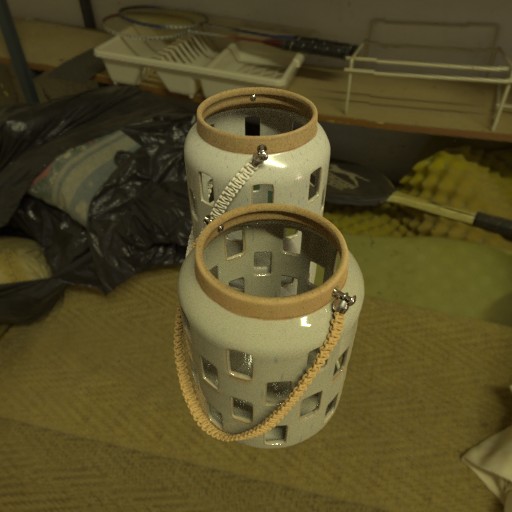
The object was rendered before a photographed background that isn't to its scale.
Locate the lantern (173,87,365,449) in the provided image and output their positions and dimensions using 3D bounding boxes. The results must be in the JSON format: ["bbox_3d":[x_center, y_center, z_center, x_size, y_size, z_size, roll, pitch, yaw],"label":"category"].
[{"bbox_3d":[0.000,0.000,0.487,0.184,0.255,0.347,-3,42,-3],"label":"lantern"}]
